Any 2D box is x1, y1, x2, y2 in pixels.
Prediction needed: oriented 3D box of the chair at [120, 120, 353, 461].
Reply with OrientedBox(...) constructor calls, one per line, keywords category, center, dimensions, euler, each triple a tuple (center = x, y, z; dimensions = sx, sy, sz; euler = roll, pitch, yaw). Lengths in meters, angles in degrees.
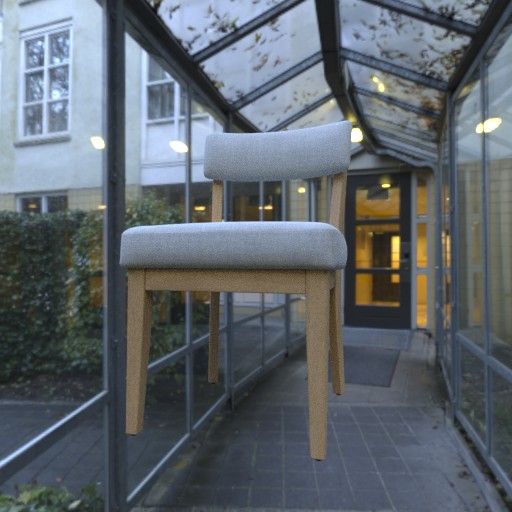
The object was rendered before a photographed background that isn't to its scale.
OrientedBox(category="chair", center=(0.000, 0.000, 1.215), dimensions=(0.508, 0.832, 0.572), euler=(0, 0, 17))
